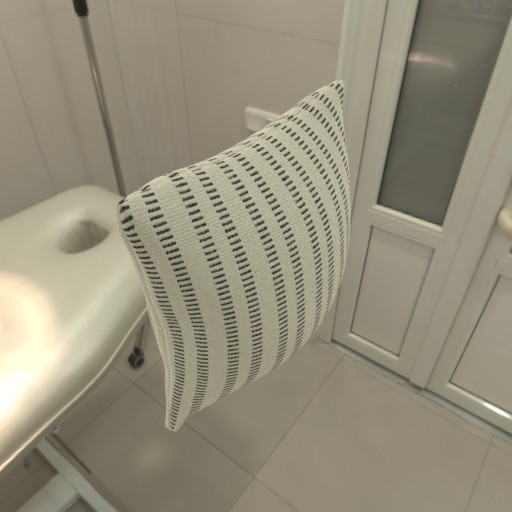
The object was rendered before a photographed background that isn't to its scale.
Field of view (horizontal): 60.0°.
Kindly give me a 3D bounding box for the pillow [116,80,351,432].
[{"bbox_3d":[0.000,0.000,0.679,0.247,0.419,0.438,26,46,27],"label":"pillow"}]
